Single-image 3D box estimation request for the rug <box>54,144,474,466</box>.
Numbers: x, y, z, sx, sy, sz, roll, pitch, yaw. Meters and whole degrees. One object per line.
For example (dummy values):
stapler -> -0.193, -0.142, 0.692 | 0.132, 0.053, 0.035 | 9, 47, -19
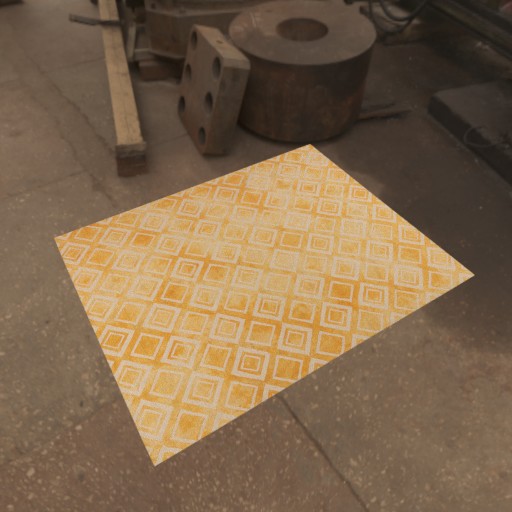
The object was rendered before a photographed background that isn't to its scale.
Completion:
rug -> 0.000, 0.000, 4.066 | 3.037, 0.011, 2.433 | -24, 52, -21
